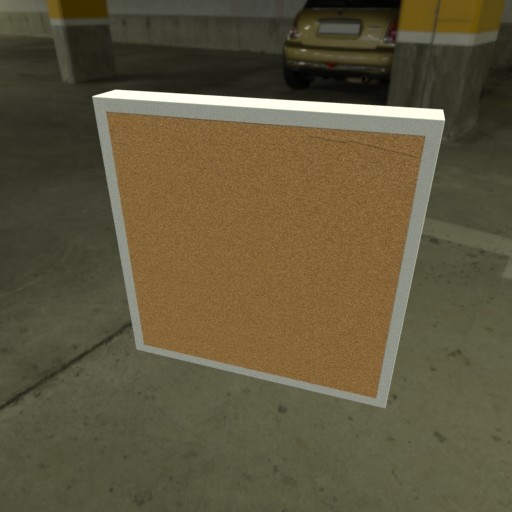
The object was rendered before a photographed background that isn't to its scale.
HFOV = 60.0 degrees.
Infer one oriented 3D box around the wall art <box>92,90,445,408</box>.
[{"bbox_3d":[0.000,0.000,0.458,0.305,0.305,0.038,9,31,15],"label":"wall art"}]
